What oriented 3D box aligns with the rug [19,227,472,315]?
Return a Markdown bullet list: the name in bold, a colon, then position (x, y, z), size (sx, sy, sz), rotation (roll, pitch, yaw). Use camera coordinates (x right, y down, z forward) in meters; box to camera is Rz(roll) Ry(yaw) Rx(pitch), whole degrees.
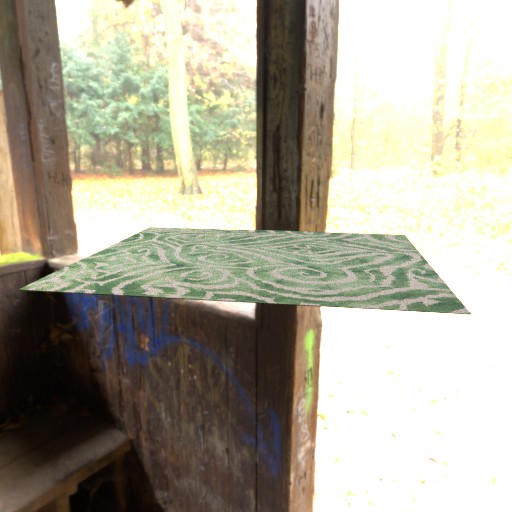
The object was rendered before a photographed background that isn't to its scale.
- **rug**: position (0.000, 0.000, 4.097), size (3.045, 0.007, 2.436), rotation (2, 15, 9)
